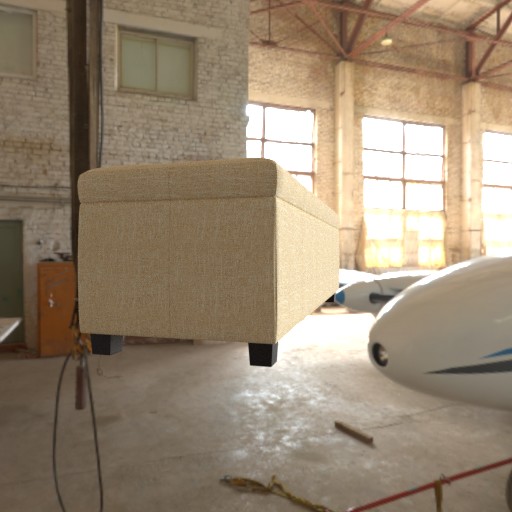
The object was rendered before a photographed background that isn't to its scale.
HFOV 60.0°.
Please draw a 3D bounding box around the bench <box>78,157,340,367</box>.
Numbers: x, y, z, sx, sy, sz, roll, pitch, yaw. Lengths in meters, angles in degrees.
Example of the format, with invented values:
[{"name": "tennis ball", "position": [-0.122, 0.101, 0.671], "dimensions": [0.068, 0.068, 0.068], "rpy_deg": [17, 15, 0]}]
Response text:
[{"name": "bench", "position": [0.000, 0.000, 1.437], "dimensions": [0.432, 0.406, 1.219], "rpy_deg": [0, 0, 16]}]
